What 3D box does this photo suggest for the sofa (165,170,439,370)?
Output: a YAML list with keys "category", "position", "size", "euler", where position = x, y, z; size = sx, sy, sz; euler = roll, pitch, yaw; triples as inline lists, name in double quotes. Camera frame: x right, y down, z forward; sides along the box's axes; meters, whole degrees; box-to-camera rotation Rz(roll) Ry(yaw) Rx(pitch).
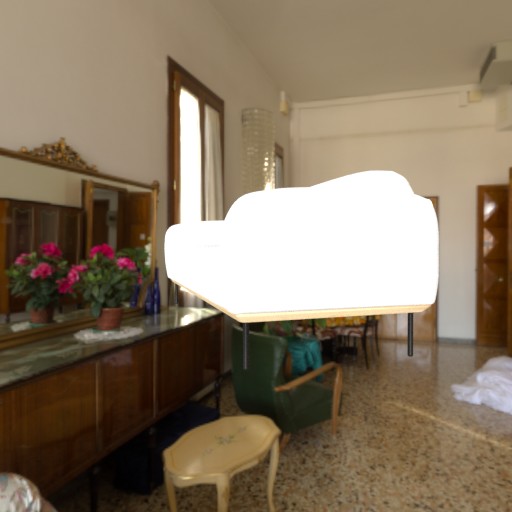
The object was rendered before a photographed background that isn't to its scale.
- category: "sofa"
  position: [0.000, 0.000, 2.637]
  size: [0.880, 0.780, 2.257]
  euler: [0, 1, -17]
